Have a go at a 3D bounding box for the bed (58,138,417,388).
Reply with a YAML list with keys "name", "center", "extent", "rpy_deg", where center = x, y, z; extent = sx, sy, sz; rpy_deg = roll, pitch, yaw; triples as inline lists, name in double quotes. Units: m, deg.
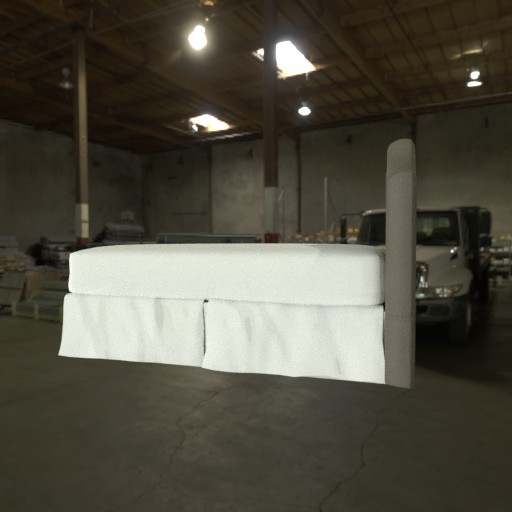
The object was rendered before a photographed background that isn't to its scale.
- name: "bed"
  center: [0.000, 0.000, 3.308]
  extent: [2.181, 1.297, 1.831]
  rpy_deg: [1, 2, 18]
